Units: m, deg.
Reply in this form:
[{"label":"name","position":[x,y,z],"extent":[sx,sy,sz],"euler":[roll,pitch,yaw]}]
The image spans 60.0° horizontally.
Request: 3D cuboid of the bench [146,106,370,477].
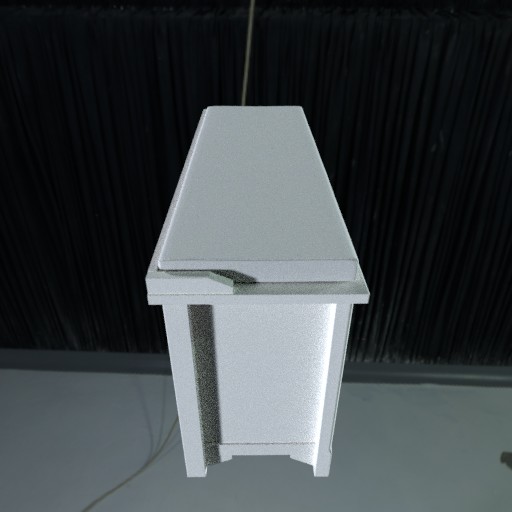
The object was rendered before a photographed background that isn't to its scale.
[{"label":"bench","position":[0.000,0.000,1.237],"extent":[0.346,0.589,0.987],"euler":[0,33,0]}]
